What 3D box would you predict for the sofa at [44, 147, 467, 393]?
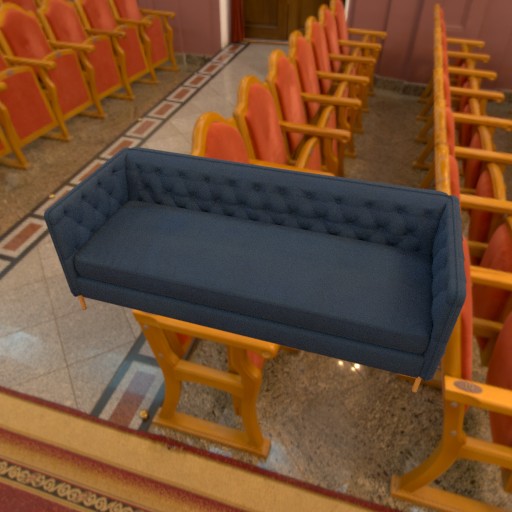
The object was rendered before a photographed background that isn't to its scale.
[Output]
[{"bbox_3d":[0.000,0.000,2.693,2.209,0.771,0.895,11,40,13],"label":"sofa"}]
